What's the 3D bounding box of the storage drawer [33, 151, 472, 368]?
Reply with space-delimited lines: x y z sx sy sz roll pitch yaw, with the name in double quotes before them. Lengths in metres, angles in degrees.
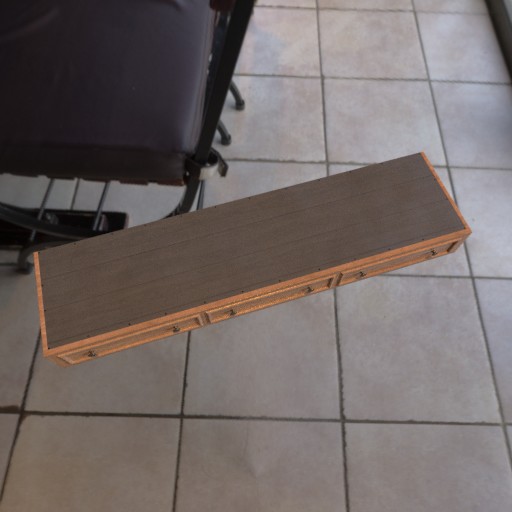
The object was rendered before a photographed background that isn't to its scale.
"storage drawer" 0.000 0.000 2.228 2.032 0.264 0.538 -16 64 -8
